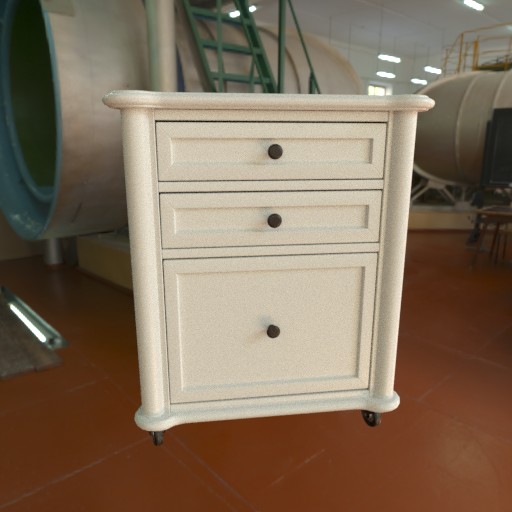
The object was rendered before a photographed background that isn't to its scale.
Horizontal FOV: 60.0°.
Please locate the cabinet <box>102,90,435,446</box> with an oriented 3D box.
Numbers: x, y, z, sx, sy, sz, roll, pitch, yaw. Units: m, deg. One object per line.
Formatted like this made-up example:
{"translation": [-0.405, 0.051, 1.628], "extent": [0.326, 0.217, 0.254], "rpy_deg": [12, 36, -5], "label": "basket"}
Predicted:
{"translation": [0.000, 0.000, 1.183], "extent": [0.628, 0.761, 0.627], "rpy_deg": [-2, 14, -8], "label": "cabinet"}
